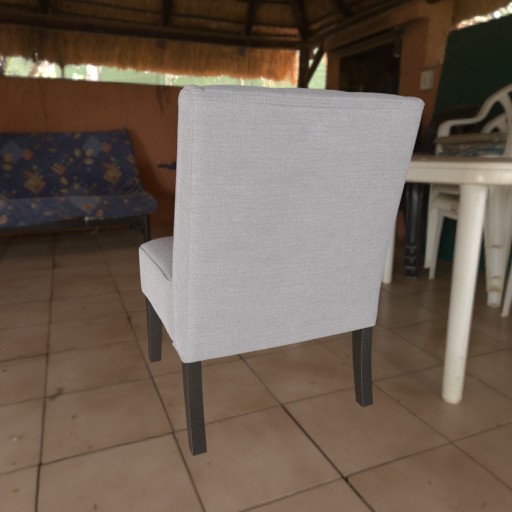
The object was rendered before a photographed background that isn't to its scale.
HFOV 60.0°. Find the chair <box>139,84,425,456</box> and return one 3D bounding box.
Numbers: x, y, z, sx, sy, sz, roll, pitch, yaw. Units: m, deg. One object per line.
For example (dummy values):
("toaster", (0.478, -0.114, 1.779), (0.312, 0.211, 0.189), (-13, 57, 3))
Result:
("chair", (0.000, 0.000, 1.288), (0.569, 0.853, 0.676), (-6, 15, -23))
